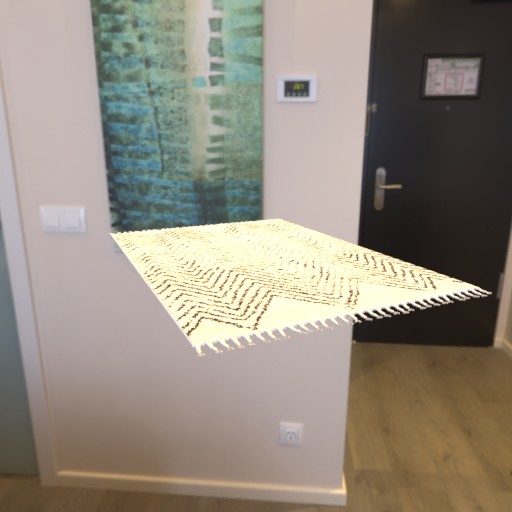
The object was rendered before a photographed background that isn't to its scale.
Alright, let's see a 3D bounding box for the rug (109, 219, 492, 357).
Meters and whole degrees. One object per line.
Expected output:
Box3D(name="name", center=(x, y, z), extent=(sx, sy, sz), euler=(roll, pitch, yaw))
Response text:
Box3D(name="rug", center=(0.000, 0.000, 2.306), extent=(1.230, 0.014, 1.847), euler=(-7, 17, -24))
